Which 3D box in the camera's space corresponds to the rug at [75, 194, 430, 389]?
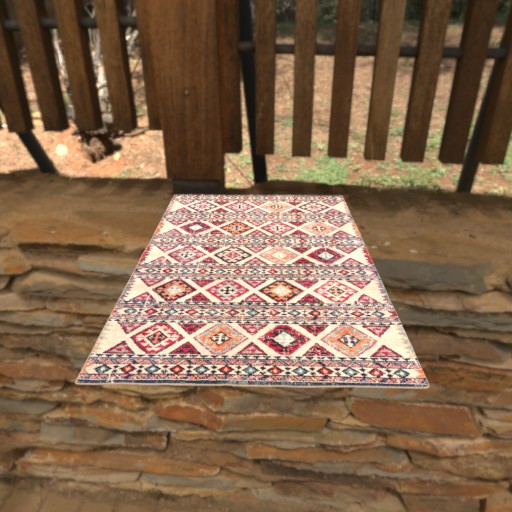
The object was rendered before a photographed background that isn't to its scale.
[{"bbox_3d":[0.000,0.000,2.989,1.545,0.010,2.440,0,27,1],"label":"rug"}]
